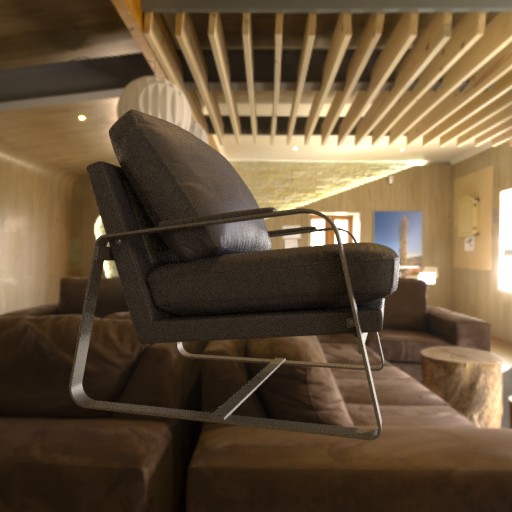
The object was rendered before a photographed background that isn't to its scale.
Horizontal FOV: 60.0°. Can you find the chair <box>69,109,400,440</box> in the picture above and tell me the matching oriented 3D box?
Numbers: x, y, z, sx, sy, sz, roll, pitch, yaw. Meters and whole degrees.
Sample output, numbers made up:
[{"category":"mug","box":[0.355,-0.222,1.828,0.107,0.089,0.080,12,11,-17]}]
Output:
[{"category":"chair","box":[0.000,0.000,1.438,0.878,0.839,0.692,0,0,17]}]
